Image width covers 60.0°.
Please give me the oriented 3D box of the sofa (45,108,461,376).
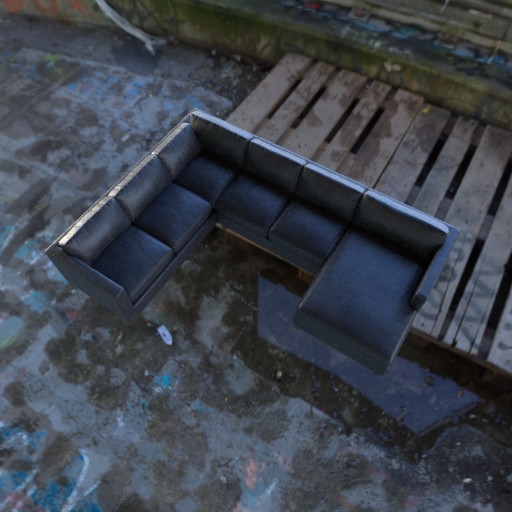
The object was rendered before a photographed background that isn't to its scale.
[{"bbox_3d":[0.000,0.000,4.610,3.324,0.891,2.452,29,63,16],"label":"sofa"}]
